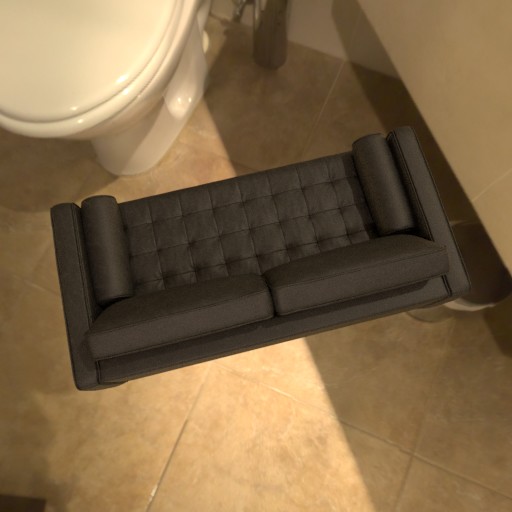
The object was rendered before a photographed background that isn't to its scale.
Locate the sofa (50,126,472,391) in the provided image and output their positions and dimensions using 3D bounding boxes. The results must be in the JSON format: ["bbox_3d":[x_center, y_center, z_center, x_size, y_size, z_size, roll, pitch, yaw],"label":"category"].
[{"bbox_3d":[0.000,0.000,2.276,1.879,0.770,0.921,-13,76,-3],"label":"sofa"}]
